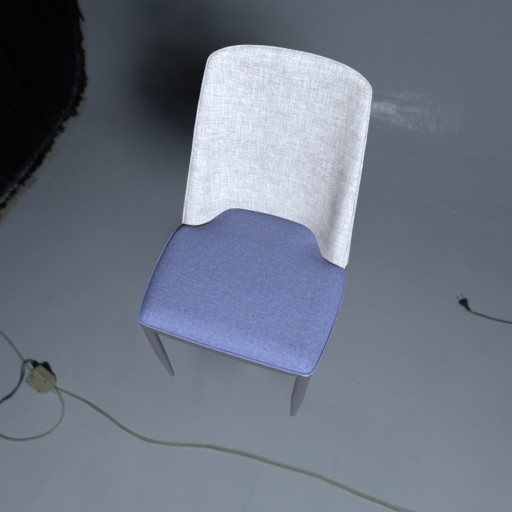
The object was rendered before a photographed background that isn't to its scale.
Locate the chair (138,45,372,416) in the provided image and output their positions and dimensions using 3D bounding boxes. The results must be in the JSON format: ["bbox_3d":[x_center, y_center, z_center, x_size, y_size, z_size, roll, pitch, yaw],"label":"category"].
[{"bbox_3d":[0.000,0.000,1.167,0.488,0.855,0.550,15,58,10],"label":"chair"}]
